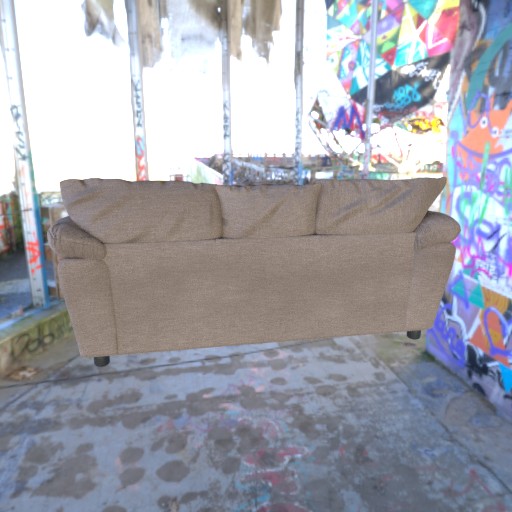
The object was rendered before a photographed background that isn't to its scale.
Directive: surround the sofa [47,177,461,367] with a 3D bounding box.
[{"bbox_3d":[0.000,0.000,2.836,2.390,1.043,0.927,-3,14,-11],"label":"sofa"}]
